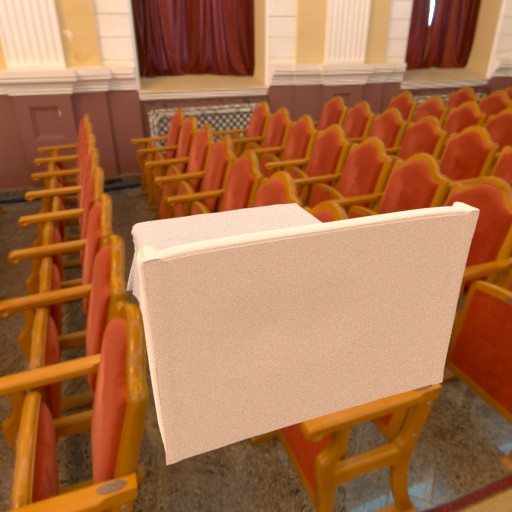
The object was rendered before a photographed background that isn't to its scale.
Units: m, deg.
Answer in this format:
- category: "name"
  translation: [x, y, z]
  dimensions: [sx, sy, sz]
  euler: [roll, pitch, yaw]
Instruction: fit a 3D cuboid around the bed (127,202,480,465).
- category: "bed"
  translation: [0.000, 0.000, 3.448]
  dimensions: [1.925, 1.332, 2.276]
  euler: [-9, 27, -18]
